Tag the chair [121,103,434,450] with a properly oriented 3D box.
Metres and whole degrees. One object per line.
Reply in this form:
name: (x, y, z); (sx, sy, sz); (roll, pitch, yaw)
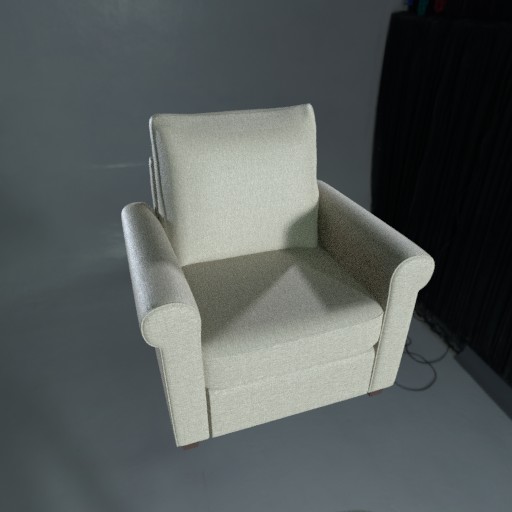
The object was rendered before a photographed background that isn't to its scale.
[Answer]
chair: (0.000, 0.000, 2.306); (1.275, 1.349, 1.180); (-10, 32, -16)
